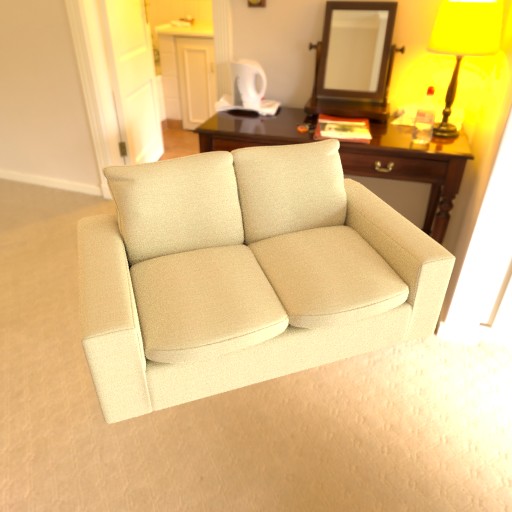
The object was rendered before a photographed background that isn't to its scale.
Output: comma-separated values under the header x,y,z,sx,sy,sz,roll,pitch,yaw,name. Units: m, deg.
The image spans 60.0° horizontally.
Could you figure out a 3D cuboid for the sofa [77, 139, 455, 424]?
x,y,z,sx,sy,sz,roll,pitch,yaw,name
0.000,0.000,2.355,1.754,0.875,1.091,-11,34,-16,sofa
